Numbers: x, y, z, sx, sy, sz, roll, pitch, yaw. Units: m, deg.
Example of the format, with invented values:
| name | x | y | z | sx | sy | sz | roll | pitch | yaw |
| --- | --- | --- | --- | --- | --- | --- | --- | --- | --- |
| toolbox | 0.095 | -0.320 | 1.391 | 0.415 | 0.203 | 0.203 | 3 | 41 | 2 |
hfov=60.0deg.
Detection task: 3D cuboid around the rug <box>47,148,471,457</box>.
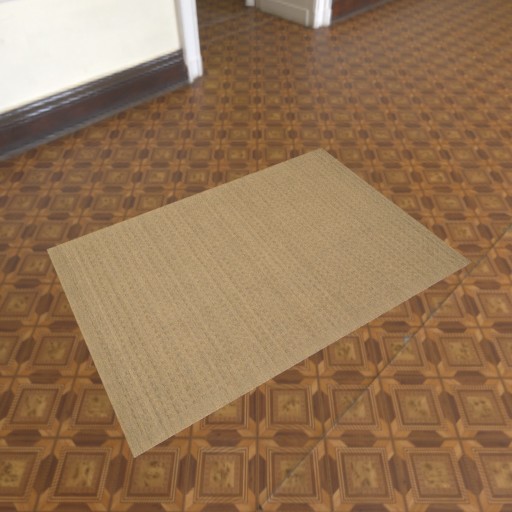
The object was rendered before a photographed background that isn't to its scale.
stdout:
| name | x | y | z | sx | sy | sz | roll | pitch | yaw |
| --- | --- | --- | --- | --- | --- | --- | --- | --- | --- |
| rug | 0.000 | 0.000 | 3.662 | 2.895 | 0.006 | 1.981 | -24 | 51 | -21 |
